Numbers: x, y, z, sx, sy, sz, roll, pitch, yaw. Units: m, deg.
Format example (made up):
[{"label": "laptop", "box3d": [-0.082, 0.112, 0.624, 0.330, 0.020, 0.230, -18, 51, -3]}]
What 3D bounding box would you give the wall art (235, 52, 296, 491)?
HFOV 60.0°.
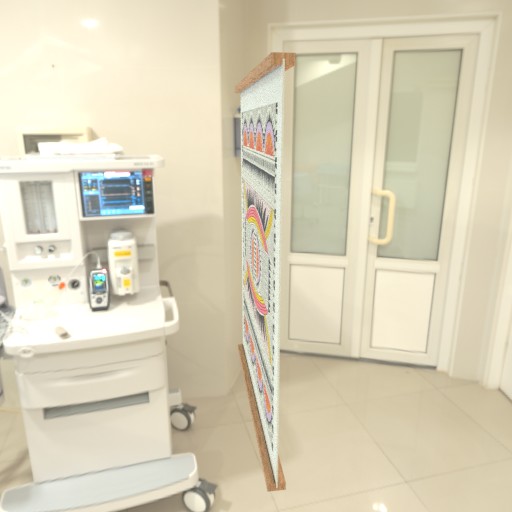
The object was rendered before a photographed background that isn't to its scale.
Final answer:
[{"label": "wall art", "box3d": [0.000, 0.000, 0.801, 0.028, 0.609, 0.456, -2, 16, -8]}]
